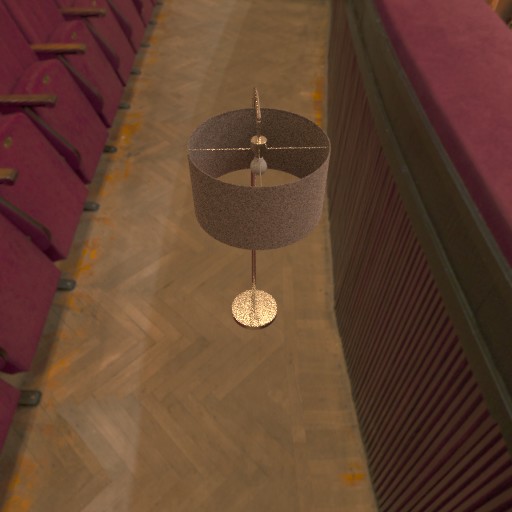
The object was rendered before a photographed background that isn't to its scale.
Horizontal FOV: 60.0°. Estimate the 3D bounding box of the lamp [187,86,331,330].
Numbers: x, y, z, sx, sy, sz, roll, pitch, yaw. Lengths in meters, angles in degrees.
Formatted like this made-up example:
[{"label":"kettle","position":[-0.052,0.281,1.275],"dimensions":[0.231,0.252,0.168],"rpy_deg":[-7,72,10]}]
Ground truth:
[{"label":"lamp","position":[0.000,0.000,2.127],"dimensions":[0.452,1.735,0.934],"rpy_deg":[-1,47,-1]}]
